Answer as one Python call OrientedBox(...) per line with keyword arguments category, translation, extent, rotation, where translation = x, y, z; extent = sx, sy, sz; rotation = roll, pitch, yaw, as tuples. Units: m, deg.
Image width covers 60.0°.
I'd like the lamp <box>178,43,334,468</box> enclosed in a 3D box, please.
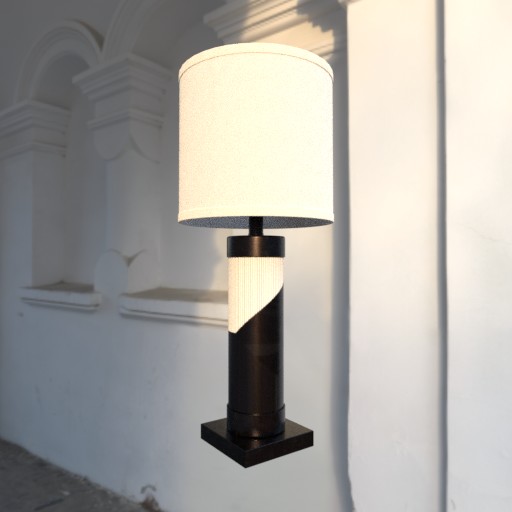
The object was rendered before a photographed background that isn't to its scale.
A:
OrientedBox(category="lamp", translation=(0.000, 0.000, 0.608), extent=(0.211, 0.509, 0.211), rotation=(0, -1, -36))
